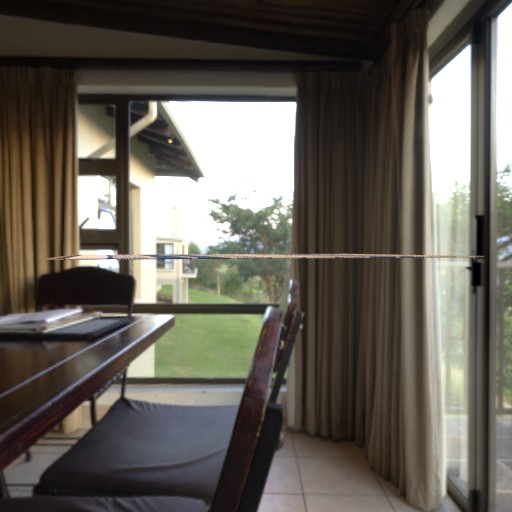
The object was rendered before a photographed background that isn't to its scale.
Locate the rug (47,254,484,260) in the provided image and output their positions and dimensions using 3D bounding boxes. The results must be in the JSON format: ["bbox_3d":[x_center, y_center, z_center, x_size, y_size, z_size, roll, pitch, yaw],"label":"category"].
[{"bbox_3d":[0.000,0.000,3.046,2.441,0.010,1.532,0,1,-18],"label":"rug"}]
